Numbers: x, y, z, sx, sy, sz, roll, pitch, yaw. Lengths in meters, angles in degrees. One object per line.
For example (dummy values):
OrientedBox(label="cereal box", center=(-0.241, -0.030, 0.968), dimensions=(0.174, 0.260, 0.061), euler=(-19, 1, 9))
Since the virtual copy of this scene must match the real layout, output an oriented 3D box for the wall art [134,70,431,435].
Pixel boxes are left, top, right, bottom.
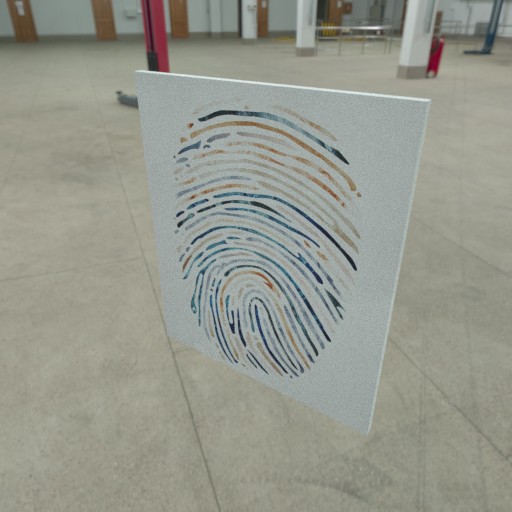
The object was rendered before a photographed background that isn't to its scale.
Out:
OrientedBox(label="wall art", center=(0.000, 0.000, 0.965), dimensions=(0.609, 0.710, 0.021), euler=(19, 34, 30))
